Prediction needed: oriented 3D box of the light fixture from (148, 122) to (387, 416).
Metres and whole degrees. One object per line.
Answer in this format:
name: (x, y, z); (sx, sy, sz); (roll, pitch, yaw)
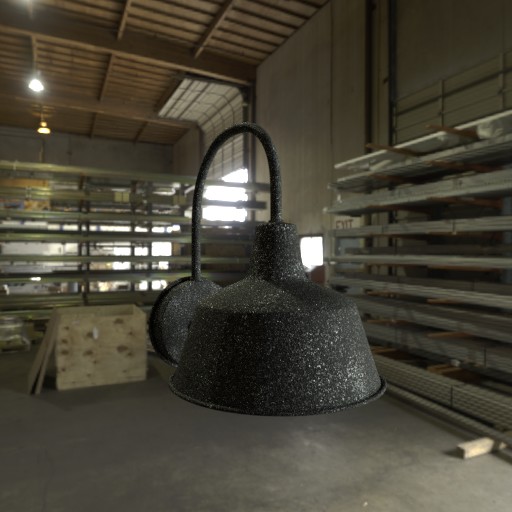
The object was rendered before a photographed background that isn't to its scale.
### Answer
light fixture: (0.000, 0.000, 0.477); (0.216, 0.300, 0.283); (0, 0, -37)
